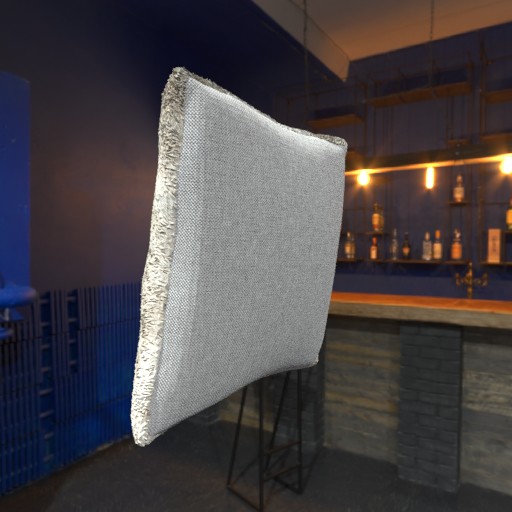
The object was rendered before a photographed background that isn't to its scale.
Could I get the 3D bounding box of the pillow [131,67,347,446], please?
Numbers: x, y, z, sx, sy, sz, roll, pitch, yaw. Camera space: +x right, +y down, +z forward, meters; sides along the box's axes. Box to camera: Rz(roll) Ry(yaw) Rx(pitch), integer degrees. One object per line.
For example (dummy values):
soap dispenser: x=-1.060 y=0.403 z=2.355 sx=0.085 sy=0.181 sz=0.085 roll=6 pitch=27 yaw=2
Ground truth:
pillow: x=0.000 y=0.000 z=0.802 sx=0.218 sy=0.515 sz=0.529 roll=1 pitch=1 yaw=34
